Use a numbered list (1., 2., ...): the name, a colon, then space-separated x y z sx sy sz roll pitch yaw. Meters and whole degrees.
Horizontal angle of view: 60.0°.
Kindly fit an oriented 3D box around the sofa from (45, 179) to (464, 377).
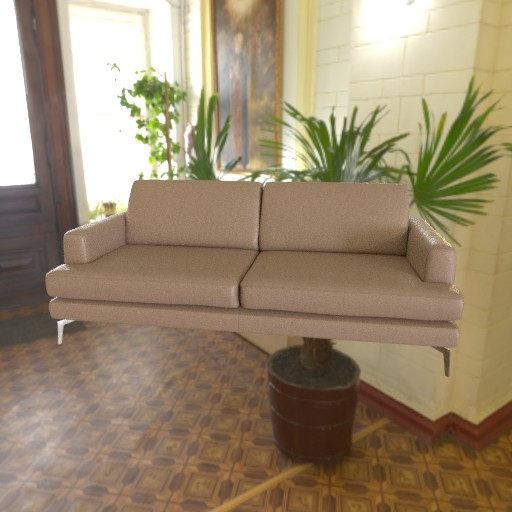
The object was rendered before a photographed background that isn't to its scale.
1. sofa: 0.000 0.000 2.440 1.940 0.765 0.974 3 15 9
